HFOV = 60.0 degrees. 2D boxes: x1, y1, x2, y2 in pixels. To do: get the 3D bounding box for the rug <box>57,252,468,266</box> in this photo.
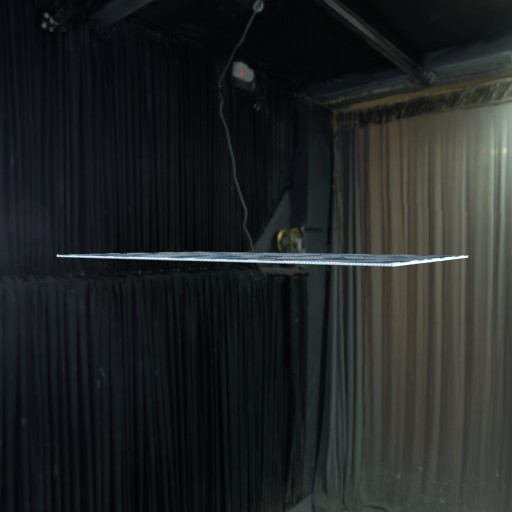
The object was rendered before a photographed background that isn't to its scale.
[{"bbox_3d":[0.000,0.000,3.089,2.438,0.015,1.518,1,2,36],"label":"rug"}]
